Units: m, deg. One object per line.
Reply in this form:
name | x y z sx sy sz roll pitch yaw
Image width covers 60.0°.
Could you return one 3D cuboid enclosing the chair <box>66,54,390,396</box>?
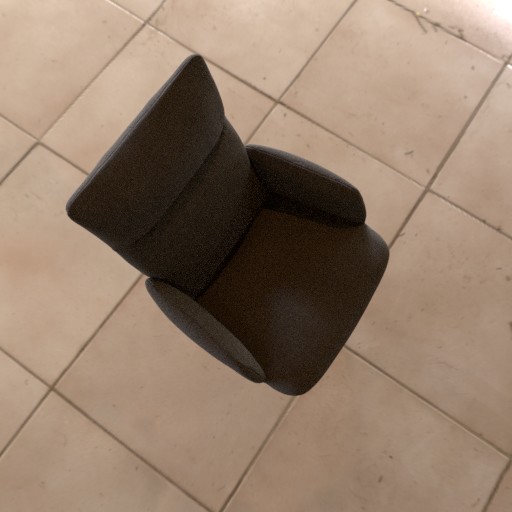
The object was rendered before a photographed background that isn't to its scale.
chair | 0.000 0.000 1.500 0.831 0.984 0.702 33 78 8
